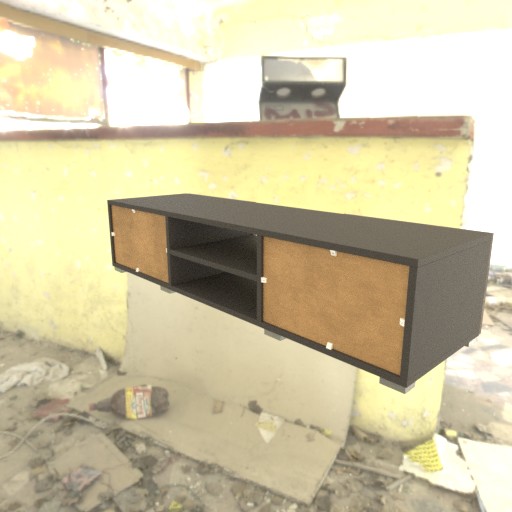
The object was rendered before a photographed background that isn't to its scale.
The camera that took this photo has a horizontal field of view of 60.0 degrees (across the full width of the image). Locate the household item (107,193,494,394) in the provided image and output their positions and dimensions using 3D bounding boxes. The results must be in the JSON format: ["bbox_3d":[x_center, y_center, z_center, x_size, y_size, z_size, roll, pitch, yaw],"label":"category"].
[{"bbox_3d":[0.000,0.000,1.567,0.420,0.310,1.400,-13,19,-42],"label":"household item"}]
